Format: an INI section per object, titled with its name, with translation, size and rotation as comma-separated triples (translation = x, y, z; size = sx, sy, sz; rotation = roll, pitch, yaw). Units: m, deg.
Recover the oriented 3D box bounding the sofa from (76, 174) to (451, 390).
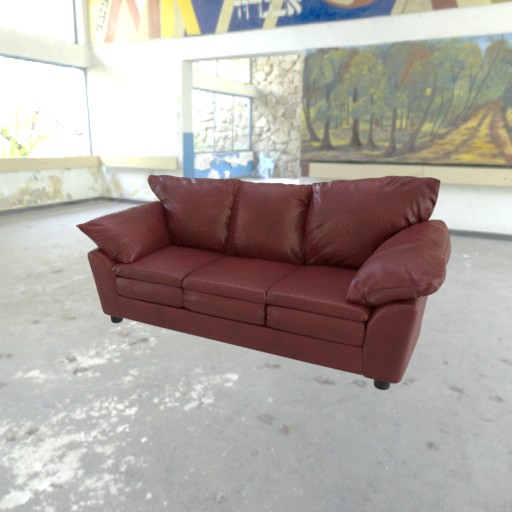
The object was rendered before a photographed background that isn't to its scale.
[sofa]
translation = 0.000, 0.000, 2.972
size = 2.390, 1.091, 0.907
rotation = 8, 17, 27
